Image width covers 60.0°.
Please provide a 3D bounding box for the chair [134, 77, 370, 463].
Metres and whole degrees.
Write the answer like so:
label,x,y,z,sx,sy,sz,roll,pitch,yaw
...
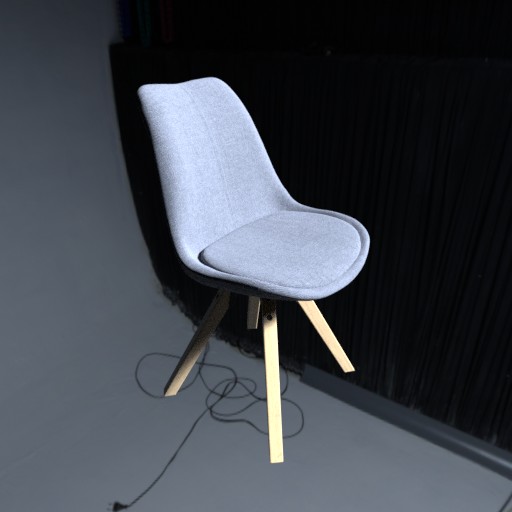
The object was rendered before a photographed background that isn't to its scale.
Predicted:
label,x,y,z,sx,sy,sz,roll,pitch,yaw
chair,0.000,0.000,1.192,0.550,0.850,0.485,18,32,32
